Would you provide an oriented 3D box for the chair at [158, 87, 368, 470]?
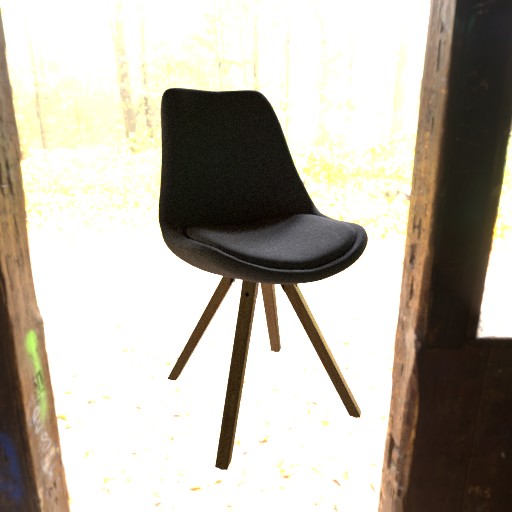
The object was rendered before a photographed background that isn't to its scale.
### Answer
[{"bbox_3d":[0.000,0.000,1.185,0.483,0.865,0.550,-9,19,-27],"label":"chair"}]
